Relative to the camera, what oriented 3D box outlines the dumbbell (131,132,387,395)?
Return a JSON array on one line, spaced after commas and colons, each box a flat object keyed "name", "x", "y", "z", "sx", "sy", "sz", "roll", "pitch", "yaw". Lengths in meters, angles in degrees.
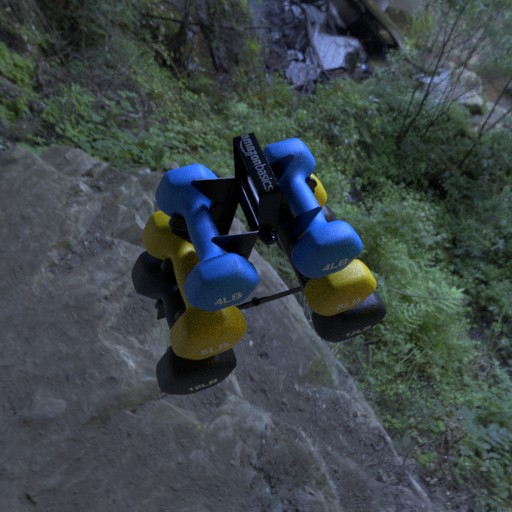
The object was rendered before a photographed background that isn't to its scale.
[{"name": "dumbbell", "x": 0.000, "y": 0.000, "z": 0.682, "sx": 0.409, "sy": 0.426, "sz": 0.255, "roll": -17, "pitch": 61, "yaw": -10}]
